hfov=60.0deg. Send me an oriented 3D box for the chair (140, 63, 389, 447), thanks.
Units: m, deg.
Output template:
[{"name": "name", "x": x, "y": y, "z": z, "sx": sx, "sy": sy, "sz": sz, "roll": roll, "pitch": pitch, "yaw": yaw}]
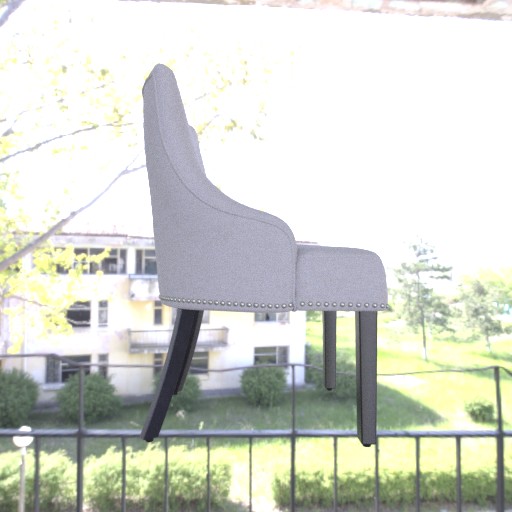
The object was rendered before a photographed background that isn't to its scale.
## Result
[{"name": "chair", "x": 0.000, "y": 0.000, "z": 1.290, "sx": 0.629, "sy": 0.909, "sz": 0.566, "roll": 0, "pitch": -1, "yaw": -1}]
